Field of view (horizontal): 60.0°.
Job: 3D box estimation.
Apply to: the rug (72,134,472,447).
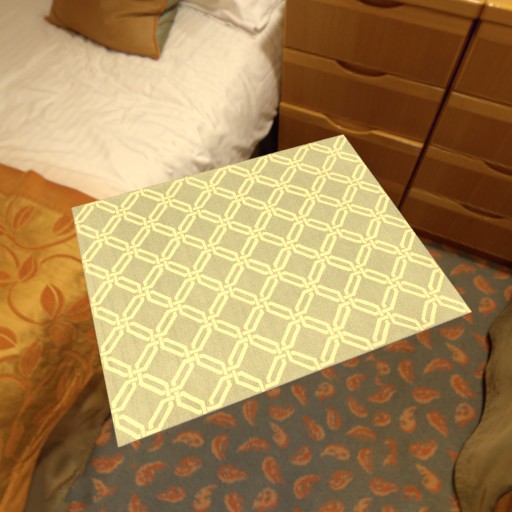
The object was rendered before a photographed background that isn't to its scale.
[{"bbox_3d":[0.000,0.000,3.920,2.895,0.018,2.288,-18,58,-11],"label":"rug"}]
